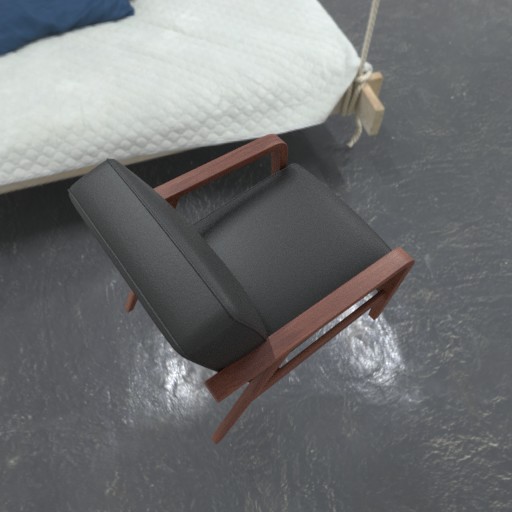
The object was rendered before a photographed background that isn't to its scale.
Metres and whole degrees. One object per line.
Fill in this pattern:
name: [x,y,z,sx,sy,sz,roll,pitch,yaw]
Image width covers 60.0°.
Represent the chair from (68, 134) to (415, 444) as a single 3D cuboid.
chair: [0.000,0.000,1.526,0.889,0.861,0.719,-33,64,-18]
